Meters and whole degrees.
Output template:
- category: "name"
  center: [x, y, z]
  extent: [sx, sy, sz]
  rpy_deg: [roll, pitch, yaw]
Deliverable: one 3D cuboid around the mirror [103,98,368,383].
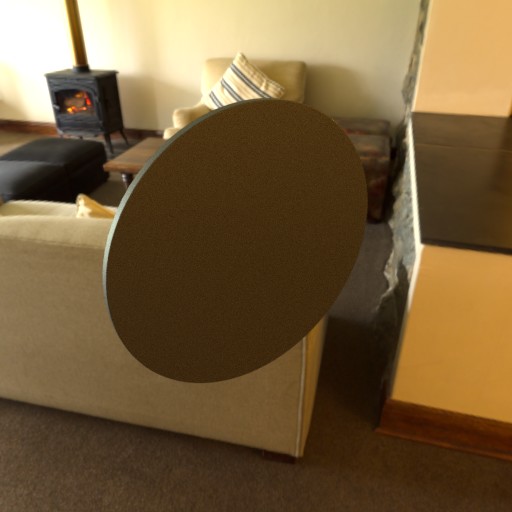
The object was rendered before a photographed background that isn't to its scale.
- category: "mirror"
  center: [0.000, 0.000, 1.593]
  extent: [1.077, 1.077, 0.036]
  rpy_deg: [-18, 35, -29]
